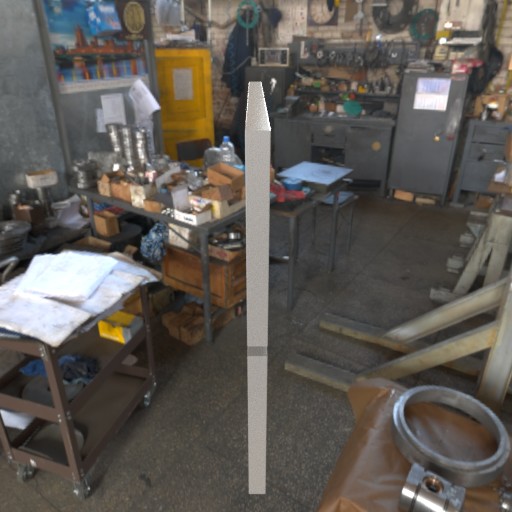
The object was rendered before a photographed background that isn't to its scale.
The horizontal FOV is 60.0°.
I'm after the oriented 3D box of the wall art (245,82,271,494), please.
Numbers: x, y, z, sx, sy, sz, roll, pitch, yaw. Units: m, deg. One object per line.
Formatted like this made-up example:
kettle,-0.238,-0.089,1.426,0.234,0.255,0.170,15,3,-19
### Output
wall art,0.000,0.000,0.901,0.029,0.611,0.611,0,26,0
